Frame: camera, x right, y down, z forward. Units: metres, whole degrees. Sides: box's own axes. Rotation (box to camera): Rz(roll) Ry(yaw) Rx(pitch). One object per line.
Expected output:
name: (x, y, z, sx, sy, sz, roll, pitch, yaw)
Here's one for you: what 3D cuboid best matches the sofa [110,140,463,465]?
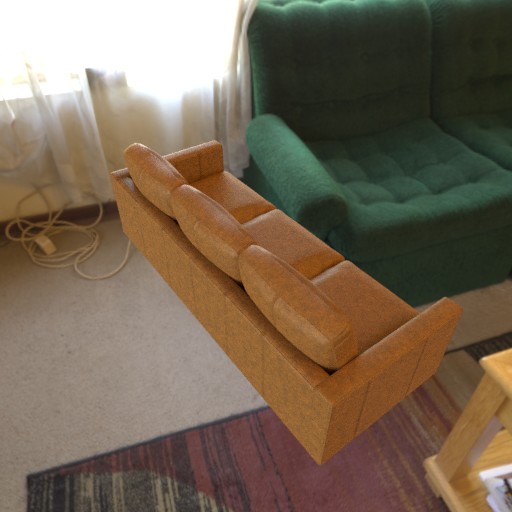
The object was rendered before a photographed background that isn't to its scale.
sofa: (0.000, 0.000, 2.752, 0.903, 0.930, 2.231, -25, 47, -27)
